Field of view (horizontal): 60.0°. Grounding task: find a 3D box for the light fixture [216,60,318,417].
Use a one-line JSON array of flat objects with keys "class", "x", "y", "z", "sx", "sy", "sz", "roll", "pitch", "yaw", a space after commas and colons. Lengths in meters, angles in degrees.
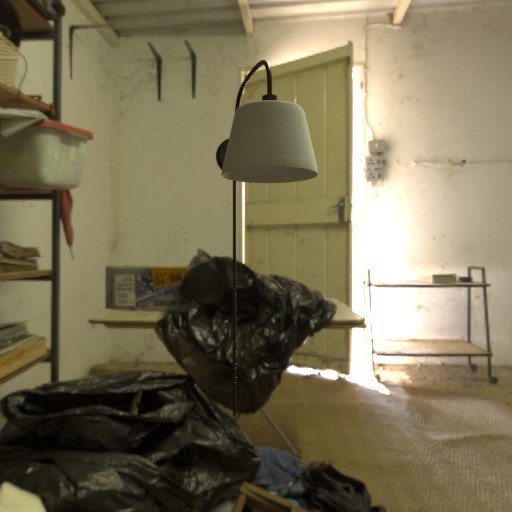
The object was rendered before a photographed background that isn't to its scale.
[{"class": "light fixture", "x": 0.000, "y": 0.000, "z": 0.466, "sx": 0.092, "sy": 0.399, "sz": 0.176, "roll": 0, "pitch": 1, "yaw": -18}]
